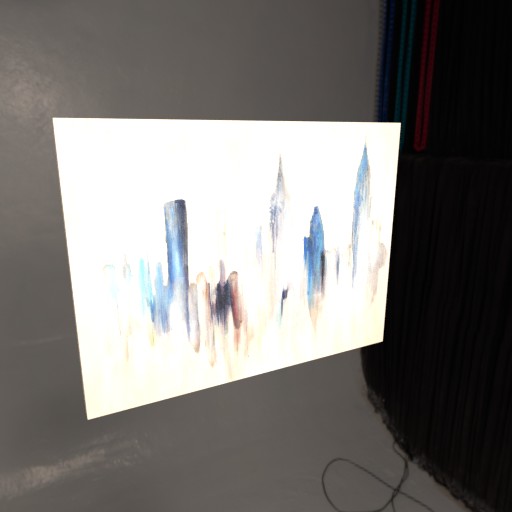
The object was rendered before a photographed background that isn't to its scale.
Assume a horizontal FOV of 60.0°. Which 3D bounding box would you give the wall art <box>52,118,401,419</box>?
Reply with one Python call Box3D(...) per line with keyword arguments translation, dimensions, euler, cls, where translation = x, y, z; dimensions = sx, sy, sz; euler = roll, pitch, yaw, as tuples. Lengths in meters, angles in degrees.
Box3D(translation=(0.000, 0.000, 1.308), dimensions=(1.016, 0.762, 0.038), euler=(-8, 17, -26), cls="wall art")
